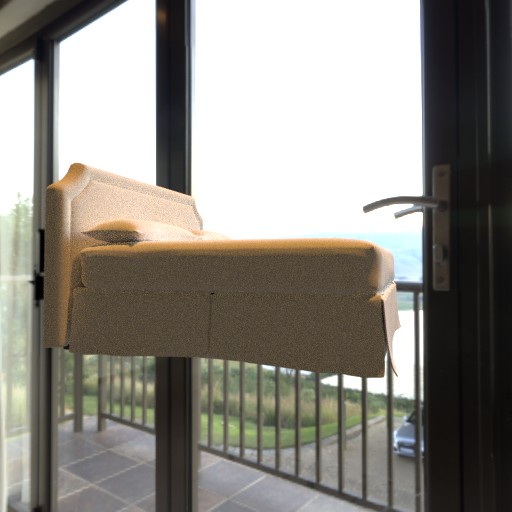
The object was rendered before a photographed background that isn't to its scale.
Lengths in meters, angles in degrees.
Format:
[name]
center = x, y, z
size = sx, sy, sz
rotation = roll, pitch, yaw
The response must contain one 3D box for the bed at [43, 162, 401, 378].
[bed]
center = 0.000, 0.000, 3.536
size = 2.204, 1.301, 2.160
rotation = 0, -1, 19
